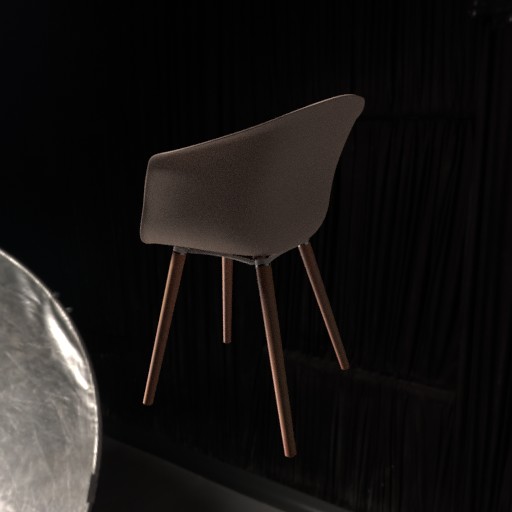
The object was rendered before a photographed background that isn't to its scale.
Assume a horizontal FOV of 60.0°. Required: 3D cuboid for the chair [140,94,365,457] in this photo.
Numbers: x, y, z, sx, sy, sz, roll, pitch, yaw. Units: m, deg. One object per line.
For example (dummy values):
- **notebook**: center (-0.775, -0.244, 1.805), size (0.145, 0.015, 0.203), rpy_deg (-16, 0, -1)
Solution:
- **chair**: center (0.000, 0.000, 1.171), size (0.504, 0.781, 0.593), rpy_deg (8, 17, 26)
